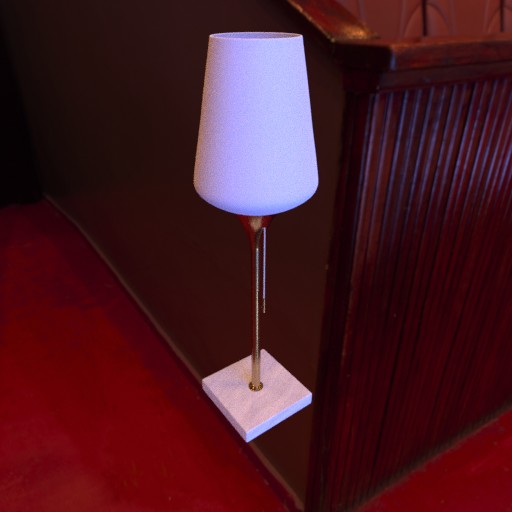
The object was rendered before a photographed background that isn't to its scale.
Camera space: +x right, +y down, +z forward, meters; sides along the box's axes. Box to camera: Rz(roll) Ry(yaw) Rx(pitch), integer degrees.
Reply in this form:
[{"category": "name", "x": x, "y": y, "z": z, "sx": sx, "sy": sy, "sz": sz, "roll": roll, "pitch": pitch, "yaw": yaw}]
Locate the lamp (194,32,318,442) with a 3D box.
[{"category": "lamp", "x": 0.000, "y": 0.000, "z": 0.715, "sx": 0.181, "sy": 0.639, "sz": 0.181, "roll": -20, "pitch": 36, "yaw": -31}]
